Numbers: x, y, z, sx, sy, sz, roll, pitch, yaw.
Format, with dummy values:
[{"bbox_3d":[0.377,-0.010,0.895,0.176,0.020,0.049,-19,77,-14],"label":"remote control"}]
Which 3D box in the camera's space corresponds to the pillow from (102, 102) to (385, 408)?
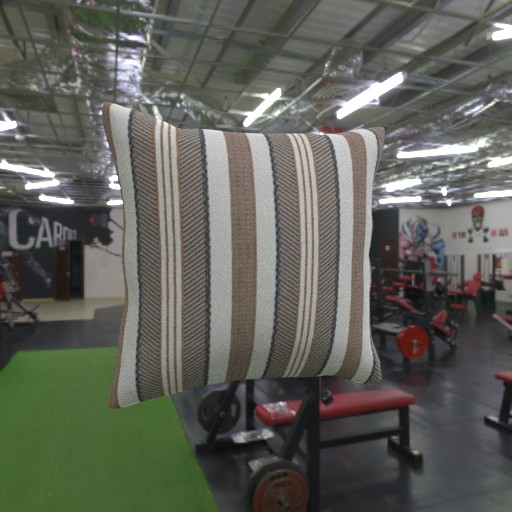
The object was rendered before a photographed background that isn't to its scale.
[{"bbox_3d":[0.000,0.000,0.634,0.416,0.401,0.173,0,1,-16],"label":"pillow"}]
